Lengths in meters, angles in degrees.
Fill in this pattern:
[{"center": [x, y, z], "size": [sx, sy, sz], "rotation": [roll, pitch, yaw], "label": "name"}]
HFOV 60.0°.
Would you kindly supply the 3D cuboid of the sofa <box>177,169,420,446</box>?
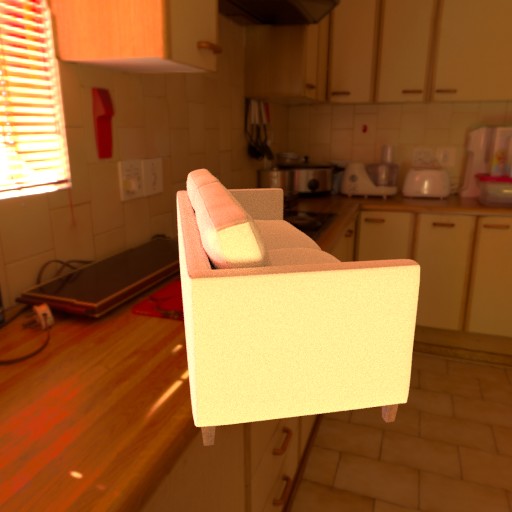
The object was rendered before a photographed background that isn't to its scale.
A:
[{"center": [0.000, 0.000, 2.840], "size": [0.951, 0.962, 2.361], "rotation": [-3, 16, -10], "label": "sofa"}]
